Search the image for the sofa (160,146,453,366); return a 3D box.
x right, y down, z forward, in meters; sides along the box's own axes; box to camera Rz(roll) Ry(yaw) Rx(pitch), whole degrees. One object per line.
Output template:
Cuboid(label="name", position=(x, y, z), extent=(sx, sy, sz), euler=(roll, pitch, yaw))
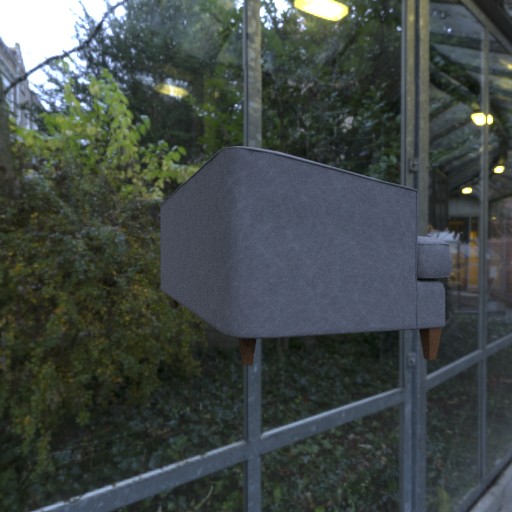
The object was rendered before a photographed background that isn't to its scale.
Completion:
Cuboid(label="sofa", position=(0.000, 0.000, 2.648), extent=(0.917, 0.806, 2.247), euler=(0, 0, -18))
